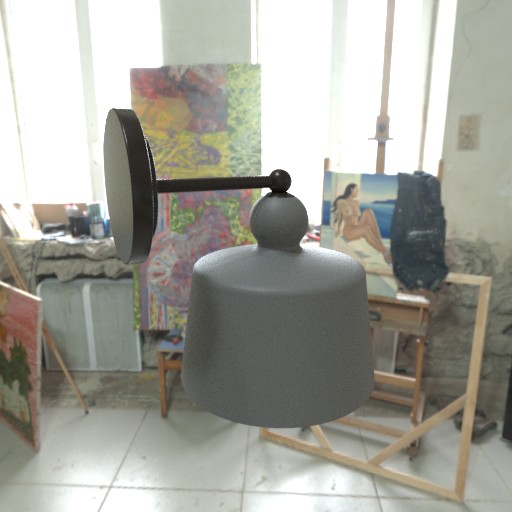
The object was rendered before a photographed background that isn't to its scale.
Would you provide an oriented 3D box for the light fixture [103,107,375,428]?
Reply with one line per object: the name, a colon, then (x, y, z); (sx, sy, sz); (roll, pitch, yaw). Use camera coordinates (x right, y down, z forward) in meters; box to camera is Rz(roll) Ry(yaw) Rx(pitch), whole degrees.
light fixture: (0.000, 0.000, 0.434); (0.254, 0.268, 0.204); (-7, 16, -26)
